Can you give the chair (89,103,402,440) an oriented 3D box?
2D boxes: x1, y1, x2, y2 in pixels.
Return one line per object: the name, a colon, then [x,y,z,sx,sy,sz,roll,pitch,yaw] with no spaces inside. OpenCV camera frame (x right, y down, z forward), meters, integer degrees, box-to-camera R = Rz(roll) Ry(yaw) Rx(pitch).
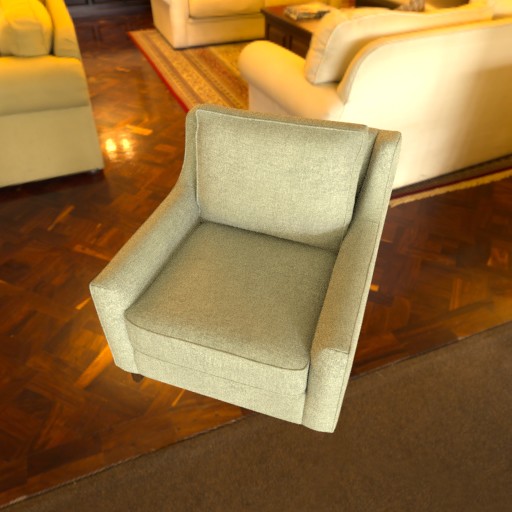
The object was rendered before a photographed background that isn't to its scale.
chair: [0.000,0.000,1.613,0.838,0.864,0.918,13,42,14]
